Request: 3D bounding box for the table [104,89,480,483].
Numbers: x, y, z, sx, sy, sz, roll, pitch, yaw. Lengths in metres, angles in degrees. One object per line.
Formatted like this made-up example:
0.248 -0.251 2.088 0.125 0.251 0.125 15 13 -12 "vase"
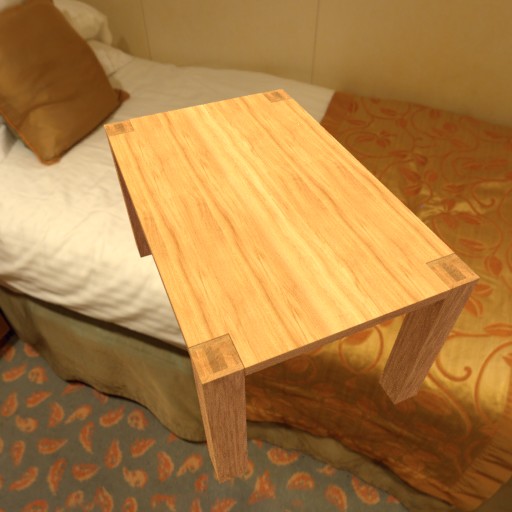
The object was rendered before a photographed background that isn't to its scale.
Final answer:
0.000 0.000 1.957 0.900 0.760 1.400 -17 48 -16 "table"
